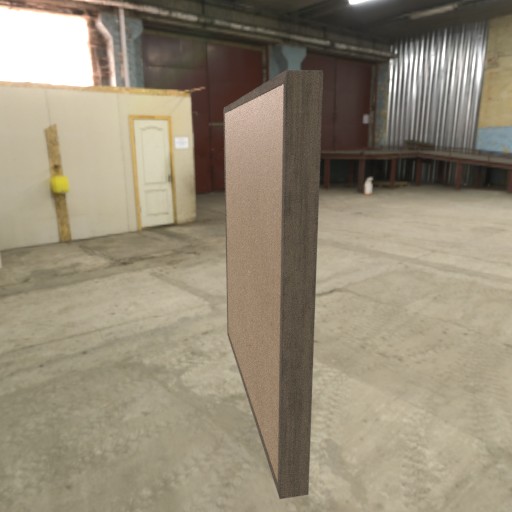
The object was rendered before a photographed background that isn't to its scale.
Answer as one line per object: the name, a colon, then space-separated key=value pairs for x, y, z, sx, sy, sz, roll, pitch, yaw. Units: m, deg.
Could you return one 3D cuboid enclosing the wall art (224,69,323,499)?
wall art: x=0.000 y=0.000 z=0.744 sx=0.038 sy=0.508 sz=0.508 roll=-3 pitch=15 yaw=-11
